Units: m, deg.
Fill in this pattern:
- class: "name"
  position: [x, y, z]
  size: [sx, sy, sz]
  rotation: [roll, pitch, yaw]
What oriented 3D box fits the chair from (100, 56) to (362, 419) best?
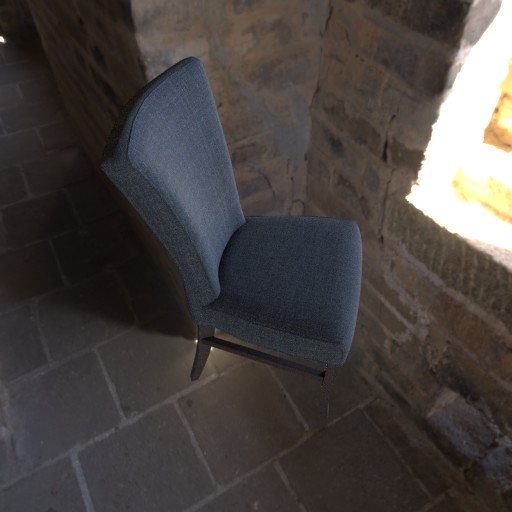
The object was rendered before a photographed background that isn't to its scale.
- class: "chair"
  position: [0.000, 0.000, 1.371]
  size: [0.660, 0.991, 0.520]
  rotation: [9, 48, 9]
